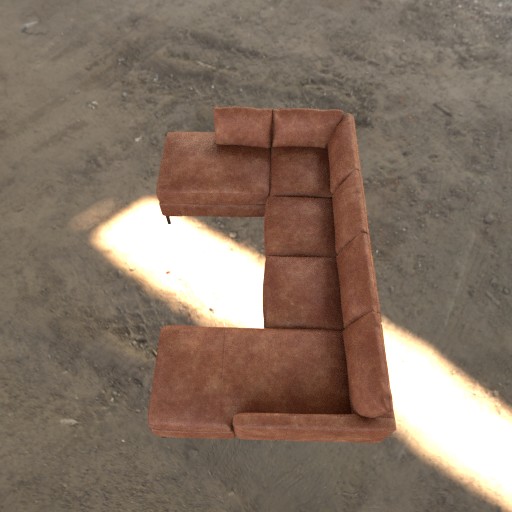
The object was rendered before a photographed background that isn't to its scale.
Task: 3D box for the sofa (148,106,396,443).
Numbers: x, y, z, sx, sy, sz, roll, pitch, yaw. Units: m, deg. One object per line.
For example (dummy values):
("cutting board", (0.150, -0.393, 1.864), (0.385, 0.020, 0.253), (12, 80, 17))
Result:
("sofa", (0.000, 0.000, 3.881), (1.939, 0.900, 2.956), (1, 58, 1))
